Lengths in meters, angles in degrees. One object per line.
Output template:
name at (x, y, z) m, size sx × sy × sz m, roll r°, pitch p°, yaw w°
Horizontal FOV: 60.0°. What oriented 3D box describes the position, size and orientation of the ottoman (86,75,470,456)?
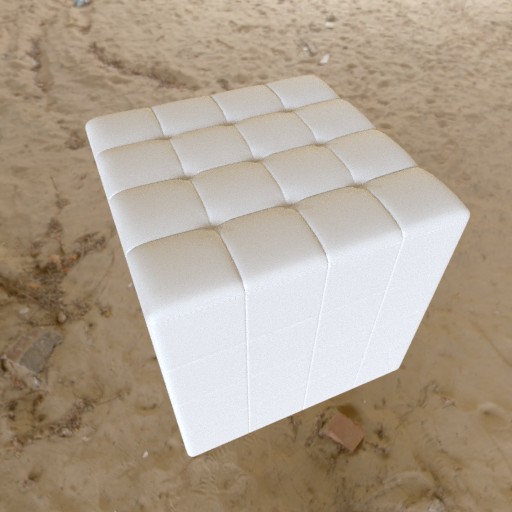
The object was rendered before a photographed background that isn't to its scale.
ottoman at (0.000, 0.000, 0.785) m, size 0.425 × 0.432 × 0.425 m, roll -17°, pitch 49°, yaw -16°
